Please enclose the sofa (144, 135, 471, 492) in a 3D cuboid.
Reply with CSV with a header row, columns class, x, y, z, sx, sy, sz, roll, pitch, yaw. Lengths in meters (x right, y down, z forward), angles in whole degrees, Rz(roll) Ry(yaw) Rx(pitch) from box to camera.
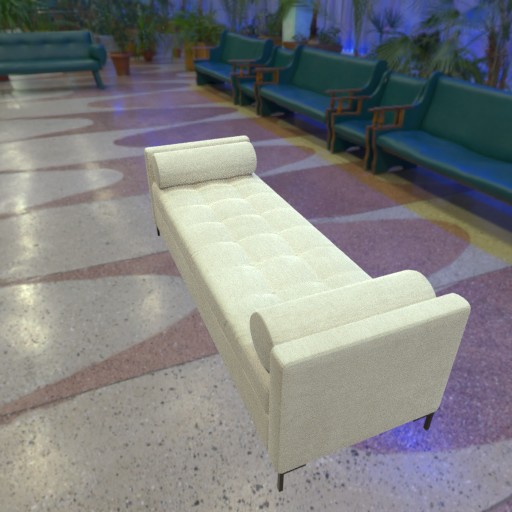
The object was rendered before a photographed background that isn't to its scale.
class,x,y,z,sx,sy,sz,roll,pitch,yaw
sofa,0.000,0.000,2.237,0.686,0.635,1.981,-13,34,-19
